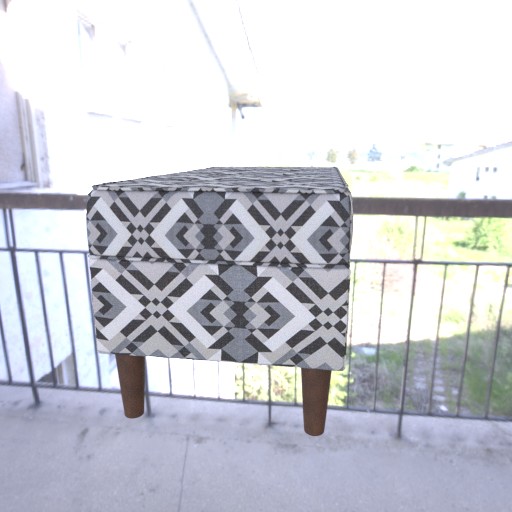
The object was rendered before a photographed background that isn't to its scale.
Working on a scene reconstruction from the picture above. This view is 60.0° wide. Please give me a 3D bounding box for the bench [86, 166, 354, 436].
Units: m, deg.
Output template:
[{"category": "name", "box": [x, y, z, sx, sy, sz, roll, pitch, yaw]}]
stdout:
[{"category": "bench", "box": [0.000, 0.000, 1.287, 0.492, 0.477, 1.016, 2, 14, 9]}]
